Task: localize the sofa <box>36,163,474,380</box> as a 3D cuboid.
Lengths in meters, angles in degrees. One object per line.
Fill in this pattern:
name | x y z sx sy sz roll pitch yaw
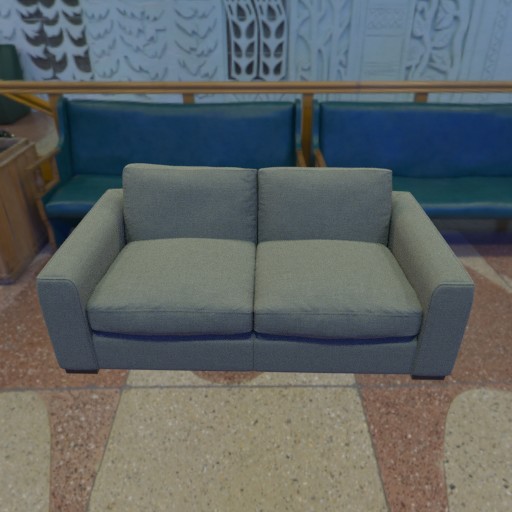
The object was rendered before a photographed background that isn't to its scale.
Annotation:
sofa | 0.000 0.000 2.396 1.920 0.800 1.069 1 31 1
